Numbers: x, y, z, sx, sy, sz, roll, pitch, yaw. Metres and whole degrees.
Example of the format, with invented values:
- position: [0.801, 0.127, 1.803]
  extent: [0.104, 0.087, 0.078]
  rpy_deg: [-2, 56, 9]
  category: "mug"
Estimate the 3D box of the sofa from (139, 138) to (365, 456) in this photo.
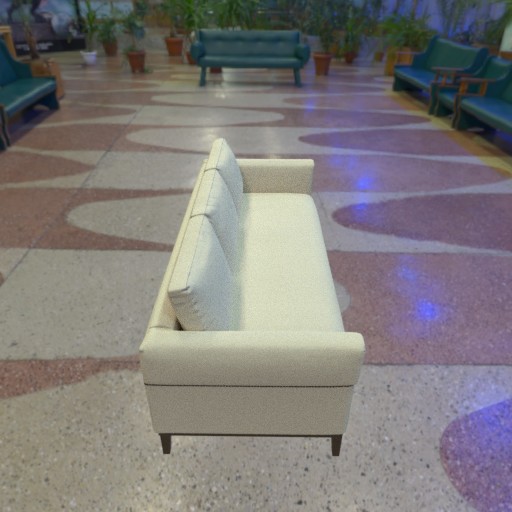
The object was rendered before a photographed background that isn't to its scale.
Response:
- position: [0.000, 0.000, 2.762]
  extent: [0.902, 0.911, 2.198]
  rpy_deg: [0, 32, 1]
  category: "sofa"
